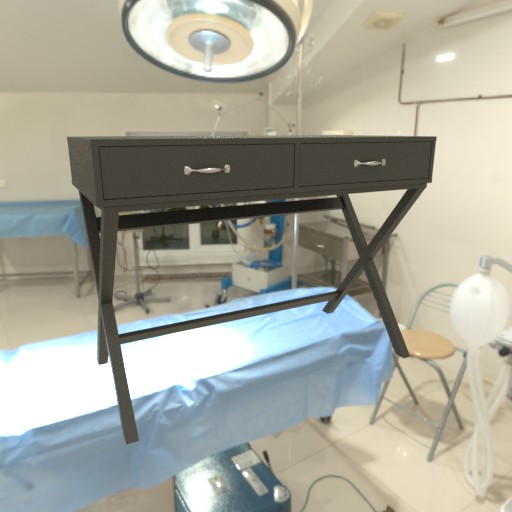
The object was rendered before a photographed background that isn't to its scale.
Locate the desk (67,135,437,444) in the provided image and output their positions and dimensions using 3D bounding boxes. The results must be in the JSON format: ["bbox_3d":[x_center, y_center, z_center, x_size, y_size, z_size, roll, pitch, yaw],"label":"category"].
[{"bbox_3d":[0.000,0.000,1.500,1.057,0.780,0.525,-8,18,-26],"label":"desk"}]
